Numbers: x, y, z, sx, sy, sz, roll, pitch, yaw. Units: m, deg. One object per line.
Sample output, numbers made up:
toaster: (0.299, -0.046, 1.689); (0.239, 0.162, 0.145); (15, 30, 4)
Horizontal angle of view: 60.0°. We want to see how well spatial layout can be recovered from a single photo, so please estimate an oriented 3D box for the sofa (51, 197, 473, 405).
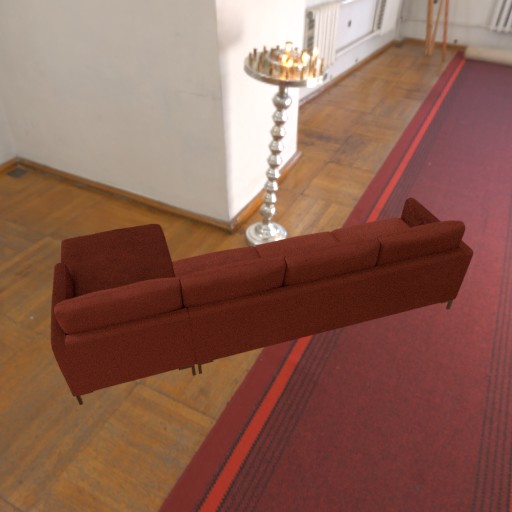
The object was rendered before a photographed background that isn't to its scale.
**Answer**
sofa: (0.000, 0.000, 3.461); (2.932, 0.810, 1.350); (-11, 41, -14)
